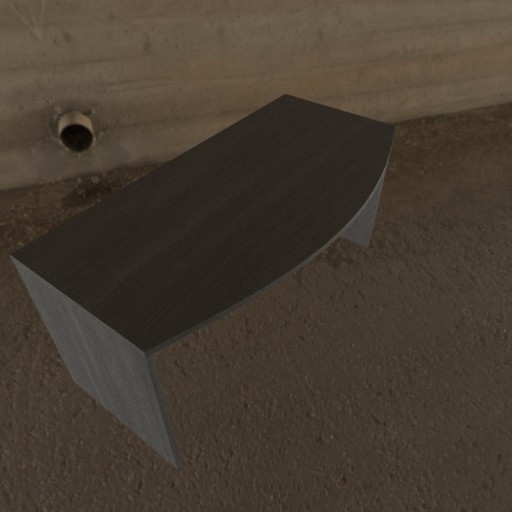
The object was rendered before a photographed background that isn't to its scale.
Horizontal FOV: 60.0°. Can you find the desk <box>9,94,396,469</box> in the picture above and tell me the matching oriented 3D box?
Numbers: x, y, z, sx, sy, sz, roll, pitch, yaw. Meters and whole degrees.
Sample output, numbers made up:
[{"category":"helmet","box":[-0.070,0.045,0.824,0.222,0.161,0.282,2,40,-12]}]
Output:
[{"category":"desk","box":[0.000,0.000,1.985,0.802,0.750,1.600,27,49,26]}]
